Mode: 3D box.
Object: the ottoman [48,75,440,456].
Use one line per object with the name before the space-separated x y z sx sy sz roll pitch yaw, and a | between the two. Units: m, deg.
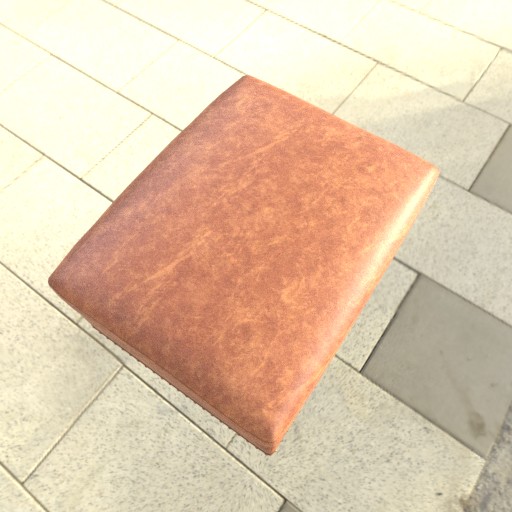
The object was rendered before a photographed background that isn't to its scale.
ottoman | 0.000 0.000 1.132 0.586 0.486 0.742 31 68 14
